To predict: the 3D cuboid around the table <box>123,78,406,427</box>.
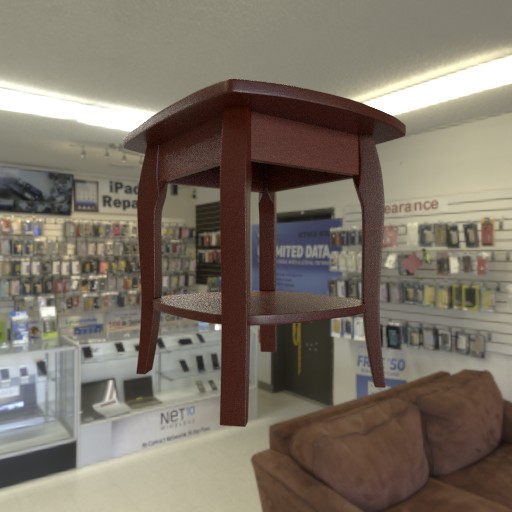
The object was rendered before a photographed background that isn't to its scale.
[{"bbox_3d":[0.000,0.000,0.898,0.433,0.496,0.502,0,1,-36],"label":"table"}]
